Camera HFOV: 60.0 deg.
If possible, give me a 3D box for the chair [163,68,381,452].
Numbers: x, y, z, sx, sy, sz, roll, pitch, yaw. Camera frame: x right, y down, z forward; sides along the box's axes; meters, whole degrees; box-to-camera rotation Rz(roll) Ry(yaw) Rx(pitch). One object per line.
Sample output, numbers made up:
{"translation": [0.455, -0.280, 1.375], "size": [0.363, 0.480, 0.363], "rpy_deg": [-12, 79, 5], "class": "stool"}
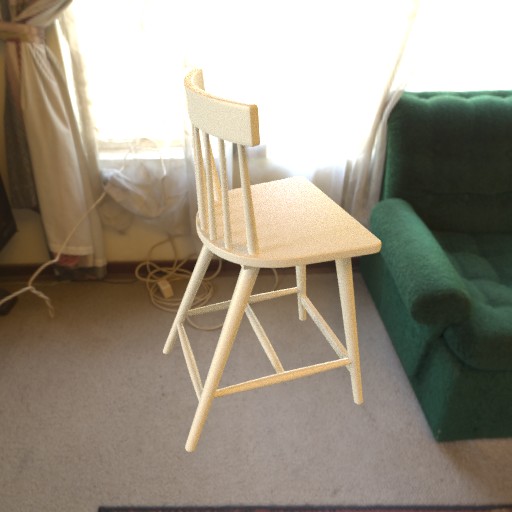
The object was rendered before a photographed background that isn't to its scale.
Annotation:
{"translation": [0.000, 0.000, 1.275], "size": [0.572, 0.952, 0.483], "rpy_deg": [-10, 33, -16], "class": "chair"}
